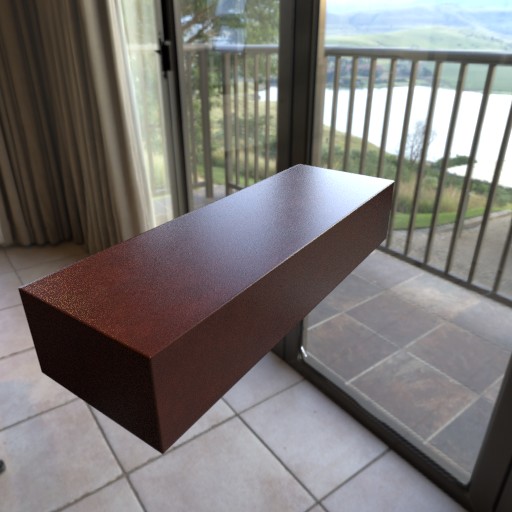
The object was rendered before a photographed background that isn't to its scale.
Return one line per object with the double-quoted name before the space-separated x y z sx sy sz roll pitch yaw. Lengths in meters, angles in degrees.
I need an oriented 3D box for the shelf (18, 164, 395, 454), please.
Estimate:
"shelf" 0.000 0.000 0.508 0.152 0.088 0.457 17 32 31
